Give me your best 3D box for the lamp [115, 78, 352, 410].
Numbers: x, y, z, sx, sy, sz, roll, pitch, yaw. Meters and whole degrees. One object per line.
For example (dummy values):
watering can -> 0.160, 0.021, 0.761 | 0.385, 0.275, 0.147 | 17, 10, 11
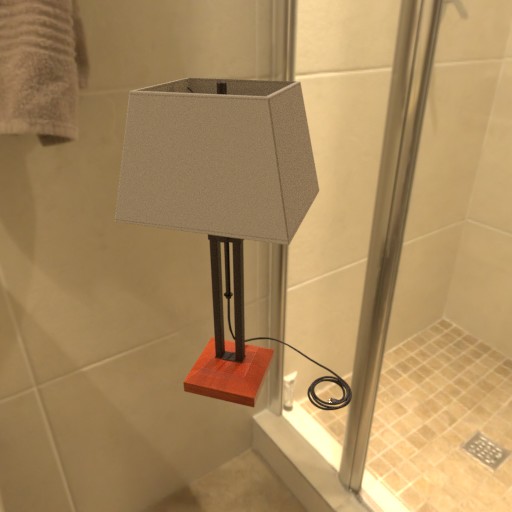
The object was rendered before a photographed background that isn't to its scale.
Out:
lamp -> 0.000, 0.000, 1.003 | 0.498, 0.737, 0.310 | 8, 29, 16
